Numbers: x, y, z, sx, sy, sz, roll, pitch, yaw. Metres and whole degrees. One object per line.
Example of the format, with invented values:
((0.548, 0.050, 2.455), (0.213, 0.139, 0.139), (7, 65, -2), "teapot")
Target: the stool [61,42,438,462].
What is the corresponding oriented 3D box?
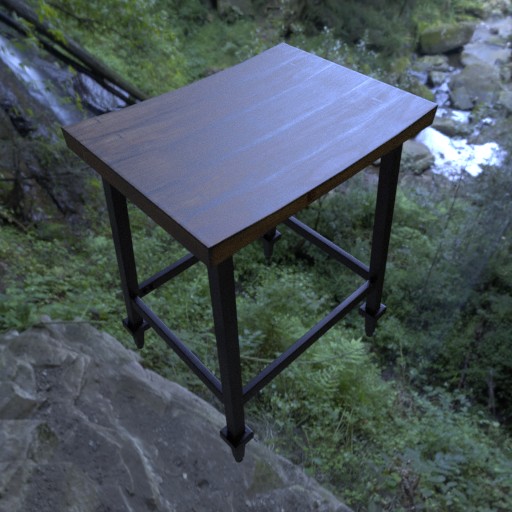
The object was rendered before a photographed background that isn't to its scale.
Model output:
((0.000, 0.000, 0.905), (0.486, 0.625, 0.405), (-34, 55, -28), "stool")
